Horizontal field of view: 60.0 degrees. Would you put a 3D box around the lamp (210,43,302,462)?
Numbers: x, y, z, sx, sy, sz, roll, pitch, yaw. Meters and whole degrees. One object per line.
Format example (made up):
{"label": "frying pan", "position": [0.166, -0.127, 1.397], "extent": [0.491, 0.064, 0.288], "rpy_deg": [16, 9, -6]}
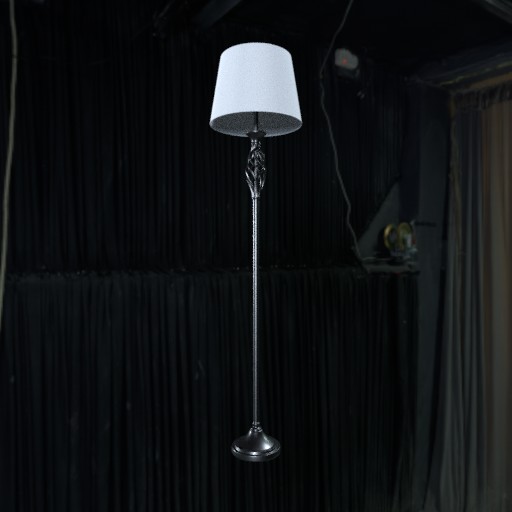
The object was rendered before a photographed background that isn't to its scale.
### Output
{"label": "lamp", "position": [0.000, 0.000, 1.839], "extent": [0.379, 1.623, 0.379], "rpy_deg": [0, 1, 0]}
